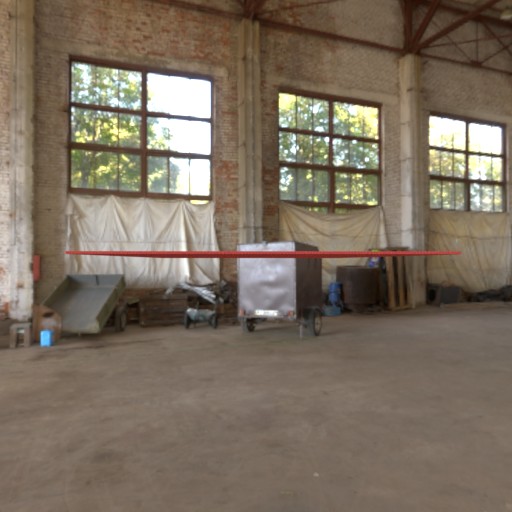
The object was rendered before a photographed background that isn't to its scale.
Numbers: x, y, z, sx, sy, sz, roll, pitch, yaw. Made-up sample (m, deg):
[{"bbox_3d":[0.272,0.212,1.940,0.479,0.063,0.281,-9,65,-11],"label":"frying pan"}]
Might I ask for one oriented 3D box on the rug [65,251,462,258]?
[{"bbox_3d":[0.000,0.000,2.881,1.593,0.013,2.211,0,-1,-2],"label":"rug"}]
